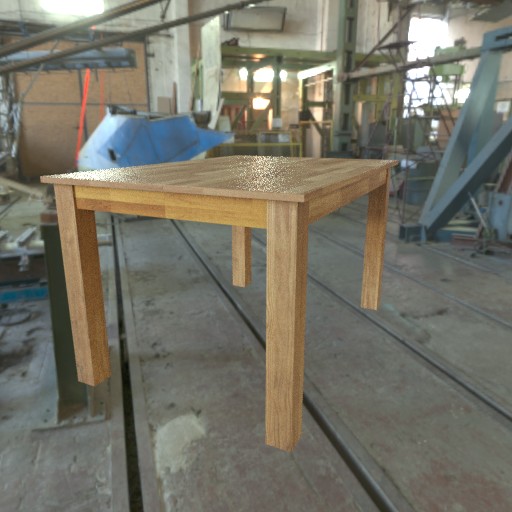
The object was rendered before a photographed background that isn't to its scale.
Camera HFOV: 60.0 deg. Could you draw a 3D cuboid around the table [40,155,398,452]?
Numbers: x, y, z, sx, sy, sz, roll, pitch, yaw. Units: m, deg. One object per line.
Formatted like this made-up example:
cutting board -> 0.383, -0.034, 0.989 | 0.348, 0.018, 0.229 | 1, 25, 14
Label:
table -> 0.000, 0.000, 1.892 | 0.900, 0.750, 1.300 | 8, 18, 25
